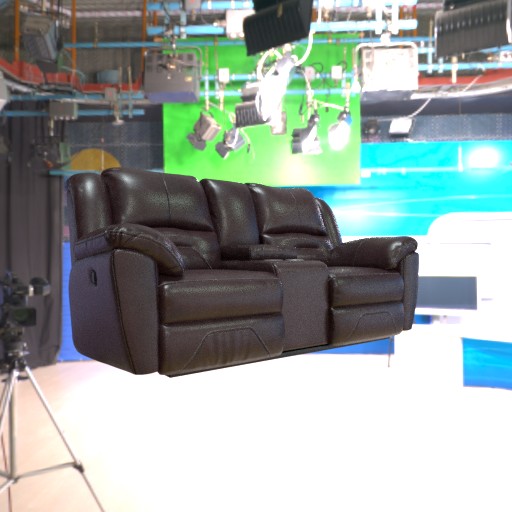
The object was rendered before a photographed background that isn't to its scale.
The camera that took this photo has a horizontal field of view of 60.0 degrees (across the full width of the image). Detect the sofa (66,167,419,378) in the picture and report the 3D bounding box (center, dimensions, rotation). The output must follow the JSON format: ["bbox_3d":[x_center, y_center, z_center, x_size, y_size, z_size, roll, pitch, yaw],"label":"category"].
[{"bbox_3d":[0.000,0.000,2.672,2.058,1.043,0.991,0,0,-37],"label":"sofa"}]
